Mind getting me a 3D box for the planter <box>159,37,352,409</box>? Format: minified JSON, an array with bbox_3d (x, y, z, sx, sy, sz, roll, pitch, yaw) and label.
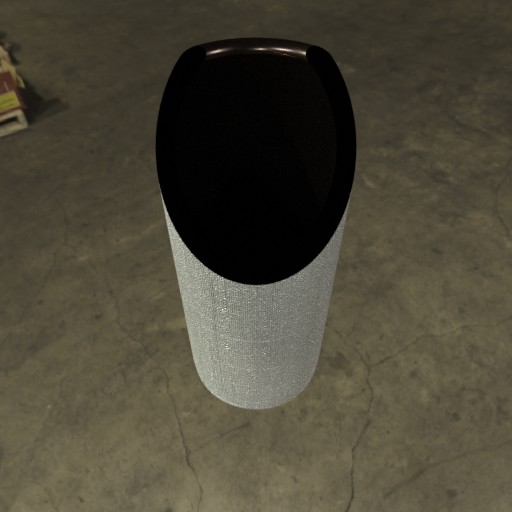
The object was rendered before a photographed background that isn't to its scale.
[{"bbox_3d":[0.000,0.000,0.126,0.045,0.103,0.045,-33,55,-27],"label":"planter"}]
